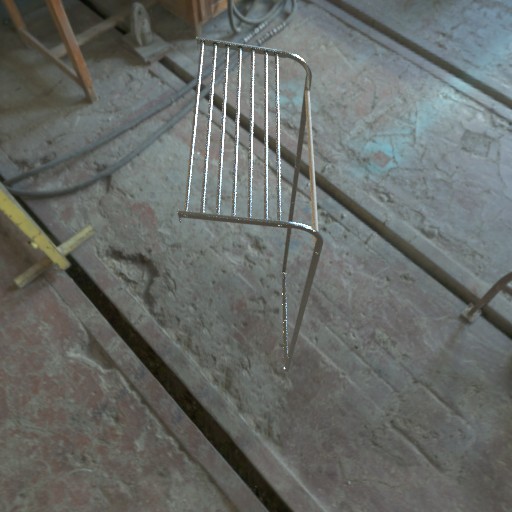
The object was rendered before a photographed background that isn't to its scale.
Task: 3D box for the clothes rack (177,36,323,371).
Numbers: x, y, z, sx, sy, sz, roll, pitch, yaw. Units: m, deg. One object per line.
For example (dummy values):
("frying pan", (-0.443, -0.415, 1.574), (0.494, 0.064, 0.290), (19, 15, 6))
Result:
("clothes rack", (0.000, 0.000, 1.834), (0.349, 1.574, 0.609), (0, 63, 0))
